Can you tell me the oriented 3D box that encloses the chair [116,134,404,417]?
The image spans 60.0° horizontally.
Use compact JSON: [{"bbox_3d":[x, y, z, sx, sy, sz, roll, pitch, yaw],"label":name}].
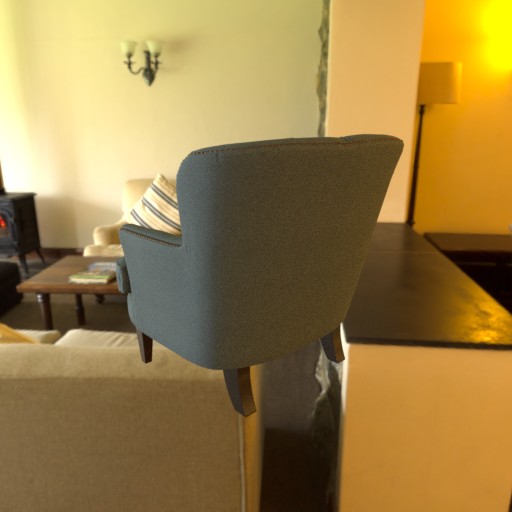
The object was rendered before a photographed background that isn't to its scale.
[{"bbox_3d":[0.000,0.000,1.626,0.848,0.868,0.906,-15,21,-42],"label":"chair"}]
